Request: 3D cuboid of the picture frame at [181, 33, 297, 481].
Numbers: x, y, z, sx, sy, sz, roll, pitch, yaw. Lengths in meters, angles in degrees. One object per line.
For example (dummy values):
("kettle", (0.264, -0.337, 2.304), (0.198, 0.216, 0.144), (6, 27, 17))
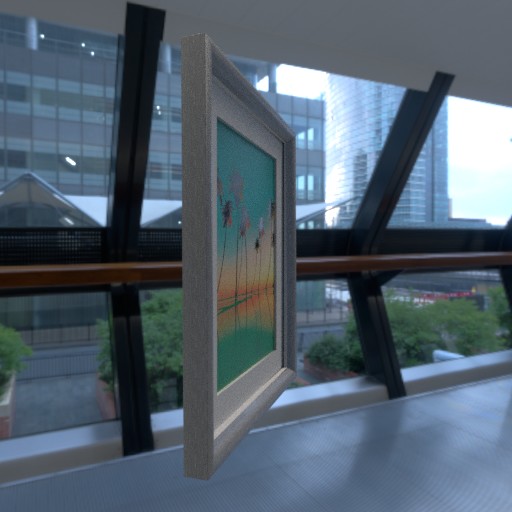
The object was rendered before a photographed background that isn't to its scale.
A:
("picture frame", (0.000, 0.000, 0.533), (0.027, 0.378, 0.327), (0, 1, 18))
